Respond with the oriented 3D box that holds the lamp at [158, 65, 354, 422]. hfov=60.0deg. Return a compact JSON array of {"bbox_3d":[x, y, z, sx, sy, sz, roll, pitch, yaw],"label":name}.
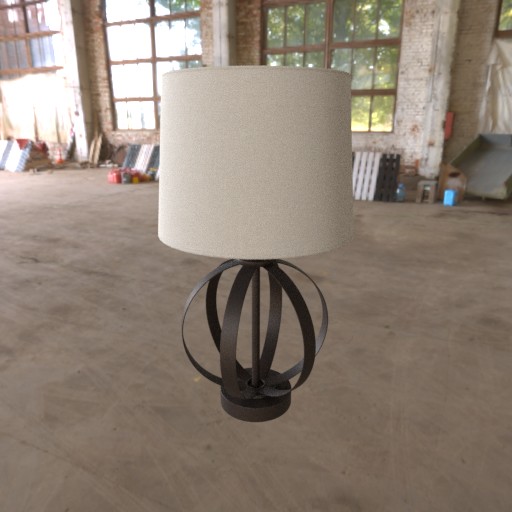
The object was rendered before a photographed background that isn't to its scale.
[{"bbox_3d":[0.000,0.000,0.676,0.286,0.510,0.286,0,17,0],"label":"lamp"}]
